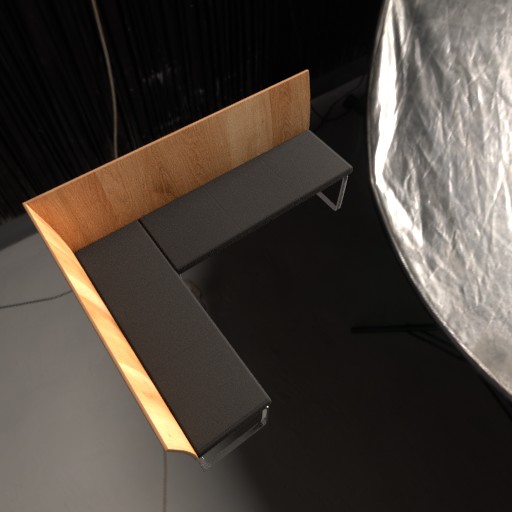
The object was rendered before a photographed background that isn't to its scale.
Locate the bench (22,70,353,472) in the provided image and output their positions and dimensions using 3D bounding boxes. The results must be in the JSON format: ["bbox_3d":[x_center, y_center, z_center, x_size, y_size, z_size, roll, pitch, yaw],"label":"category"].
[{"bbox_3d":[0.000,0.000,2.696,1.945,0.930,1.495,-32,62,-19],"label":"bench"}]
